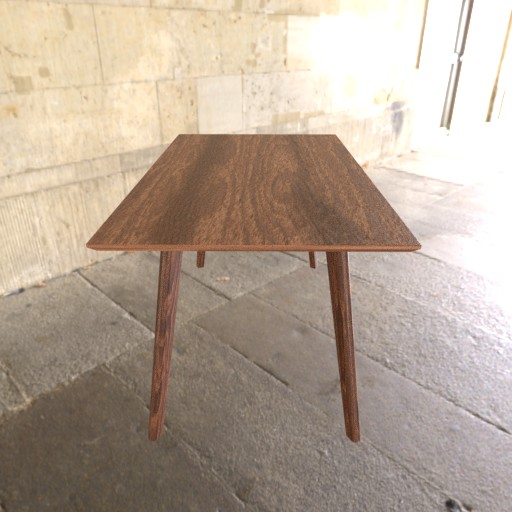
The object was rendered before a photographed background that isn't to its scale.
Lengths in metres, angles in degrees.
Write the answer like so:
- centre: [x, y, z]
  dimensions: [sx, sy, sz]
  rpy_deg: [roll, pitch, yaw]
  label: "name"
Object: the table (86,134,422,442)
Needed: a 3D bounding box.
- centre: [0.000, 0.000, 1.820]
  dimensions: [0.801, 0.724, 1.349]
  rpy_deg: [0, 26, 0]
  label: "table"
